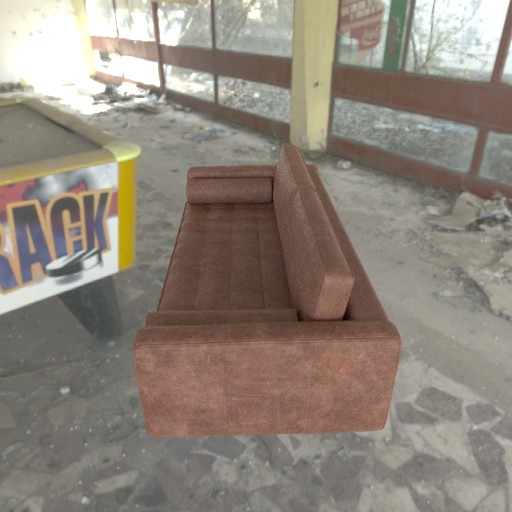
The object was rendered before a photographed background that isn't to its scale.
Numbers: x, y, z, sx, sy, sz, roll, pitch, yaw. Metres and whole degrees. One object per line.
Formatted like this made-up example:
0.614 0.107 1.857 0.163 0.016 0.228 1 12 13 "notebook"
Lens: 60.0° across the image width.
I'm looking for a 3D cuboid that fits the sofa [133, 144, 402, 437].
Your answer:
0.000 0.000 2.319 0.910 0.760 1.870 -1 29 -2 "sofa"
